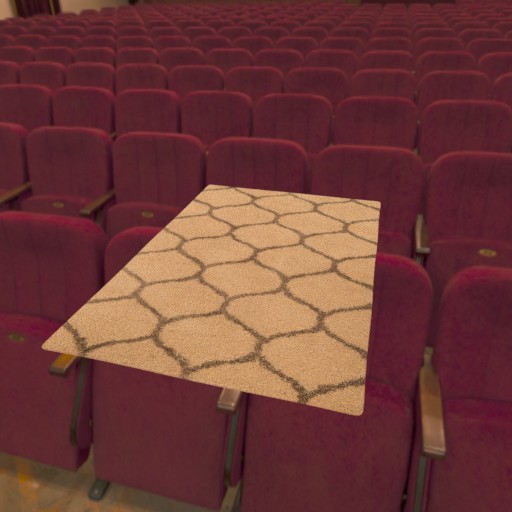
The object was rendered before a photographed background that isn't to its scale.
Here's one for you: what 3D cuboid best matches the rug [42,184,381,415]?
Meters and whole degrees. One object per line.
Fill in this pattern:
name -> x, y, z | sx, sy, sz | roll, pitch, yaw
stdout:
rug -> 0.000, 0.000, 3.442 | 1.801, 0.026, 2.701 | 8, 31, 13
